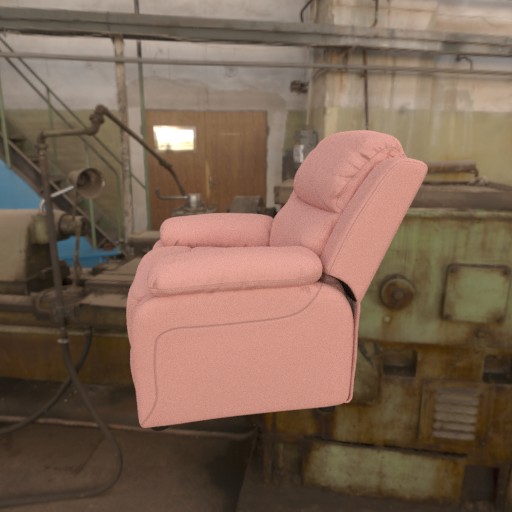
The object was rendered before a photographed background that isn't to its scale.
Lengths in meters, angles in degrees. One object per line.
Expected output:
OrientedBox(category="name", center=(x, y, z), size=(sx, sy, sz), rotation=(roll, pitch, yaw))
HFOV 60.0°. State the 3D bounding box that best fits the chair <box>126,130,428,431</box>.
OrientedBox(category="chair", center=(0.000, 0.000, 1.284), size=(0.709, 0.702, 0.680), rotation=(-2, 14, -9))
